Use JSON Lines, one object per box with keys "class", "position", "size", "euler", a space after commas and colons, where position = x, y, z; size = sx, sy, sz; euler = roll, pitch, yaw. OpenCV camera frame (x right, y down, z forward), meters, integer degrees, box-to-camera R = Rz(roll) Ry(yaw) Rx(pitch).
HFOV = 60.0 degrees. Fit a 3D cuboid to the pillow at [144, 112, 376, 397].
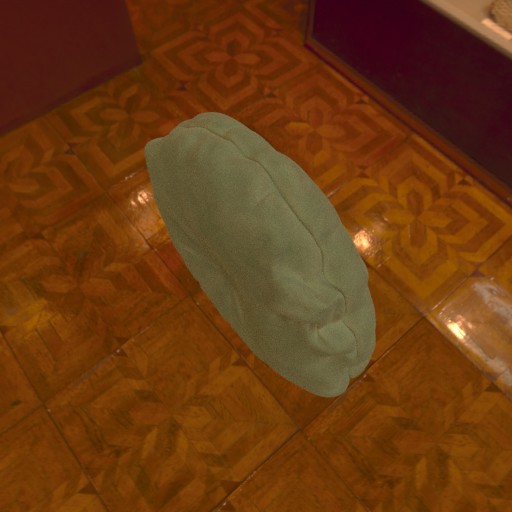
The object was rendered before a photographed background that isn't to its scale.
{"class": "pillow", "position": [0.000, 0.000, 0.631], "size": [0.148, 0.407, 0.428], "euler": [-35, 68, -16]}
